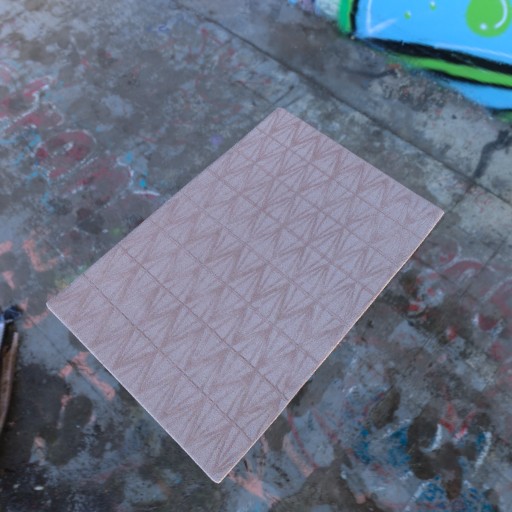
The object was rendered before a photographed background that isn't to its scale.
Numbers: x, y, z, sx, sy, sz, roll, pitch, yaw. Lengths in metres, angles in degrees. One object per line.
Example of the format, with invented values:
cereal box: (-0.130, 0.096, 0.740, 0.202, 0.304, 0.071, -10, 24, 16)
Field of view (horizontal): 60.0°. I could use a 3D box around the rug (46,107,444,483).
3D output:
rug: (0.000, 0.000, 2.367, 1.230, 0.025, 1.837, 39, 69, 18)
